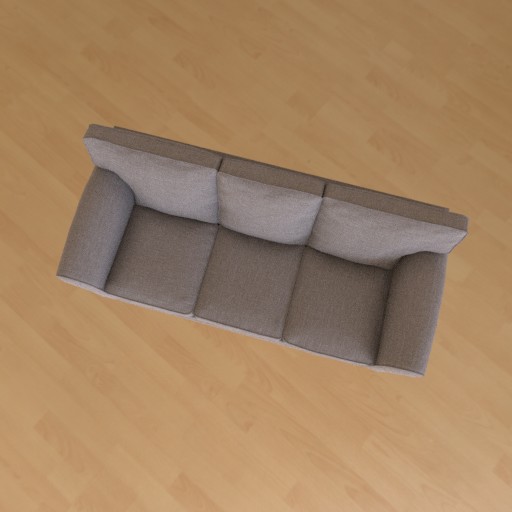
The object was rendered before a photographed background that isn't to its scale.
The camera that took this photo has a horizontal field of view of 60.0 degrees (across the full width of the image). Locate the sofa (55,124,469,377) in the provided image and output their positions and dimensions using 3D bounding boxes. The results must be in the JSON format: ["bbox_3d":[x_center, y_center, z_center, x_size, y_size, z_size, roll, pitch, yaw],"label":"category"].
[{"bbox_3d":[0.000,0.000,2.616,2.084,0.961,0.916,15,76,4],"label":"sofa"}]
